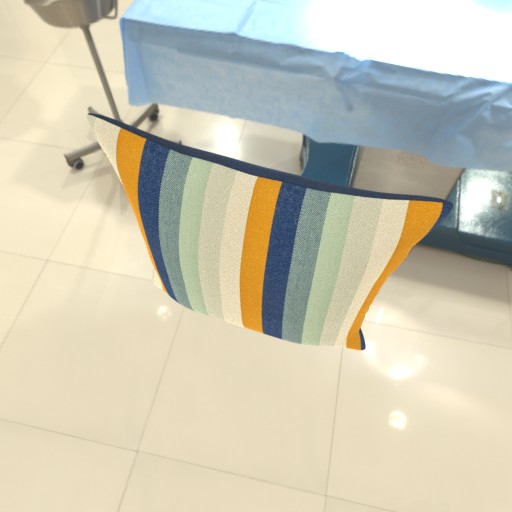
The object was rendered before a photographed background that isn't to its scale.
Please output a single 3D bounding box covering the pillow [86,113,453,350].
[{"bbox_3d":[0.000,0.000,0.722,0.463,0.454,0.173,16,59,10],"label":"pillow"}]
